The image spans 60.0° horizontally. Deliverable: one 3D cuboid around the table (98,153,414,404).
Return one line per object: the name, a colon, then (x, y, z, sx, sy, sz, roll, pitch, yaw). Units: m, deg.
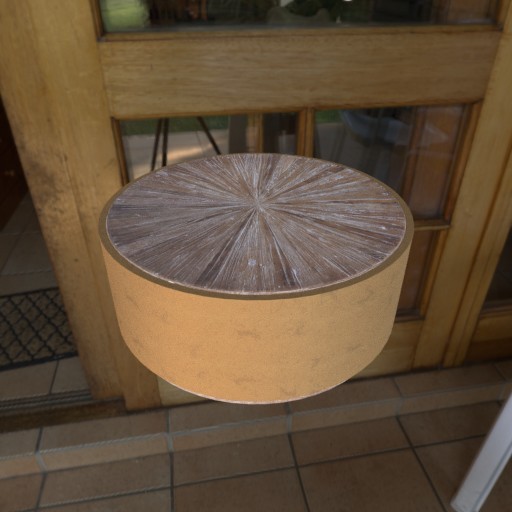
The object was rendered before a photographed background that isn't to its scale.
table: (0.000, 0.000, 1.572, 1.001, 0.409, 1.001, 0, 33, 0)
